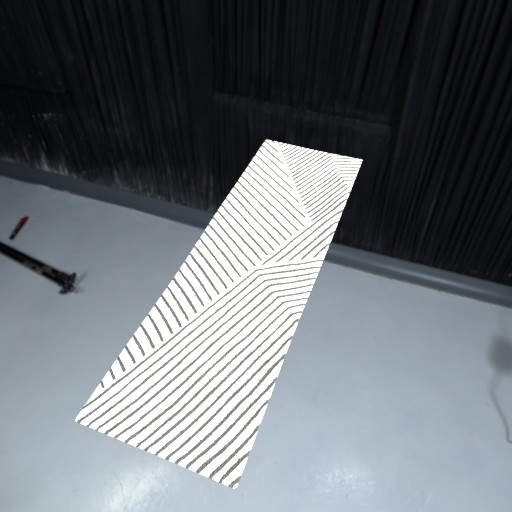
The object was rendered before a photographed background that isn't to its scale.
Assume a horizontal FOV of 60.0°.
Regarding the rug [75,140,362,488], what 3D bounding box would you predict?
[{"bbox_3d":[0.000,0.000,2.632,0.773,0.020,2.439,16,48,14],"label":"rug"}]
